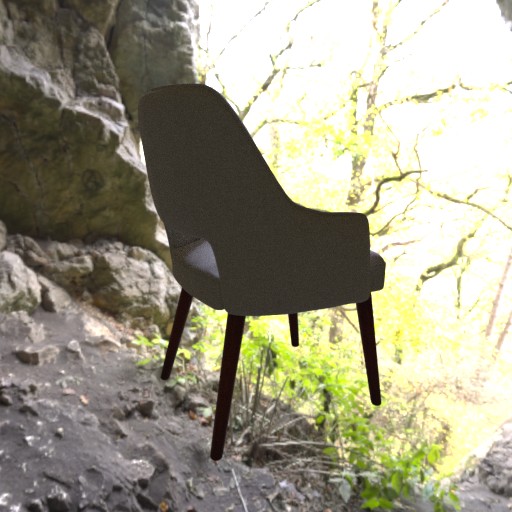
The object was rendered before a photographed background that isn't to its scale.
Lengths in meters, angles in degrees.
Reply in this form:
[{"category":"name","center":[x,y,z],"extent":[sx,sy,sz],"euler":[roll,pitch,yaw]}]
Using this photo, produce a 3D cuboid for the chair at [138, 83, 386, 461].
[{"category":"chair","center":[0.000,0.000,1.223],"extent":[0.580,0.840,0.560],"euler":[-7,16,-27]}]
